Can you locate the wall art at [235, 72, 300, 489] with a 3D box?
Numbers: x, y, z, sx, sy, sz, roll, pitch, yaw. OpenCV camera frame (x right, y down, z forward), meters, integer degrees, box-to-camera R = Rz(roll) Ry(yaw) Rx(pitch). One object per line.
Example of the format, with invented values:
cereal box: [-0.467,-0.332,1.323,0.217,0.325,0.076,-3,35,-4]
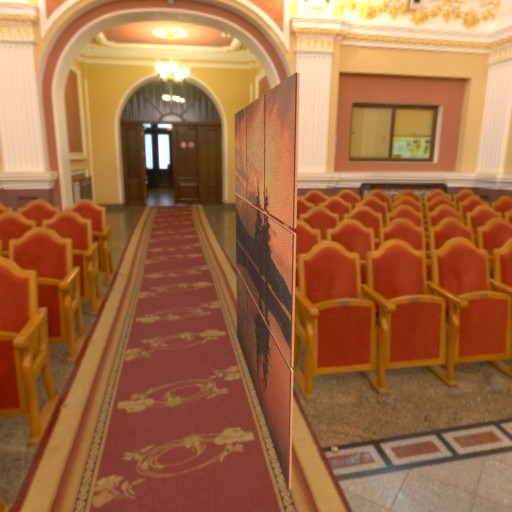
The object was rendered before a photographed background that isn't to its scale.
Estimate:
wall art: [0.000,0.000,2.290,0.013,1.525,1.520,-2,13,-10]
